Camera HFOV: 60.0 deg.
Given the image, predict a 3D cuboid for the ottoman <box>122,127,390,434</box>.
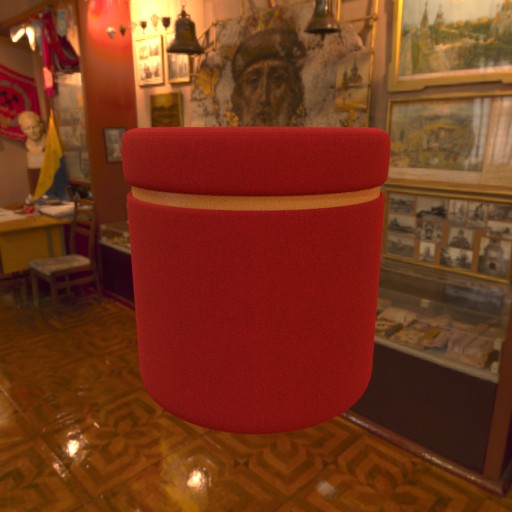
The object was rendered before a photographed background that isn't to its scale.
[{"bbox_3d":[0.000,0.000,0.733,0.400,0.406,0.400,0,15,0],"label":"ottoman"}]
